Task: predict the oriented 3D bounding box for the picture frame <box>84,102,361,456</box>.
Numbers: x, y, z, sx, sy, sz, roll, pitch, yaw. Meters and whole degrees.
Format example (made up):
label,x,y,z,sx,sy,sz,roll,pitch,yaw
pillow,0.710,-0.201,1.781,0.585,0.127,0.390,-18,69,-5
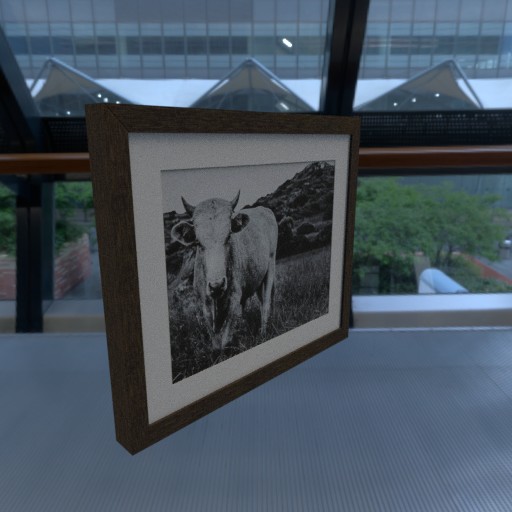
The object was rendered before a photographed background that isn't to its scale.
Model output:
label,x,y,z,sx,sy,sz,roll,pitch,yaw
picture frame,0.000,0.000,0.535,0.033,0.330,0.378,14,21,43
